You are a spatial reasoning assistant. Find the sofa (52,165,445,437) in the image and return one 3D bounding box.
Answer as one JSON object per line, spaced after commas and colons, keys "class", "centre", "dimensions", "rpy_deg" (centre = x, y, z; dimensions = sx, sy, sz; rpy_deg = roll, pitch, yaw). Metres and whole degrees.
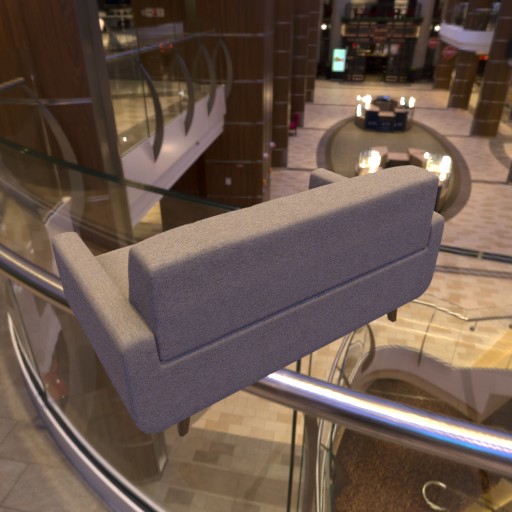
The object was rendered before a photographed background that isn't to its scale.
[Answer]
{"class": "sofa", "centre": [0.000, 0.000, 2.136], "dimensions": [1.631, 0.841, 0.909], "rpy_deg": [-19, 35, -30]}
